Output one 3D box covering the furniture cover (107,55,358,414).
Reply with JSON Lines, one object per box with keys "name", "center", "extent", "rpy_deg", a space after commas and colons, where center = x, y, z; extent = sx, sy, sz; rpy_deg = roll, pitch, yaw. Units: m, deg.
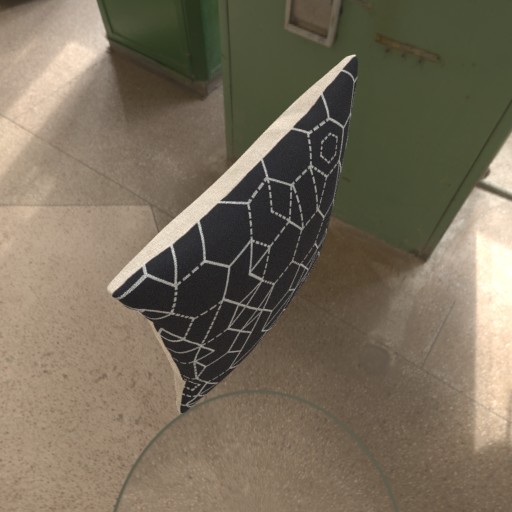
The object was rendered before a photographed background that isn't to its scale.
{"name": "furniture cover", "center": [0.000, 0.000, 0.781], "extent": [0.158, 0.508, 0.517], "rpy_deg": [31, 63, 18]}
